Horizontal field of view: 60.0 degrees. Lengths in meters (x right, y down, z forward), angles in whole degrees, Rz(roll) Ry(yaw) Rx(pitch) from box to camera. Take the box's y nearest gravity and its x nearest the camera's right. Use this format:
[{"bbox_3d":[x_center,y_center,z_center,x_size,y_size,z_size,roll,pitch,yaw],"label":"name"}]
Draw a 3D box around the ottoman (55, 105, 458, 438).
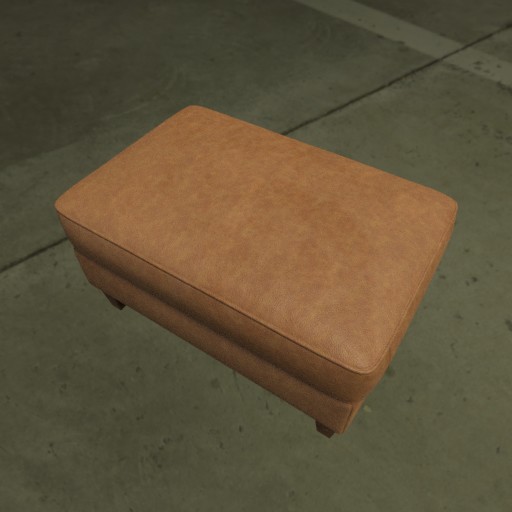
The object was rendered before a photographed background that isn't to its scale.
[{"bbox_3d":[0.000,0.000,1.217,0.864,0.483,0.584,26,54,21],"label":"ottoman"}]
